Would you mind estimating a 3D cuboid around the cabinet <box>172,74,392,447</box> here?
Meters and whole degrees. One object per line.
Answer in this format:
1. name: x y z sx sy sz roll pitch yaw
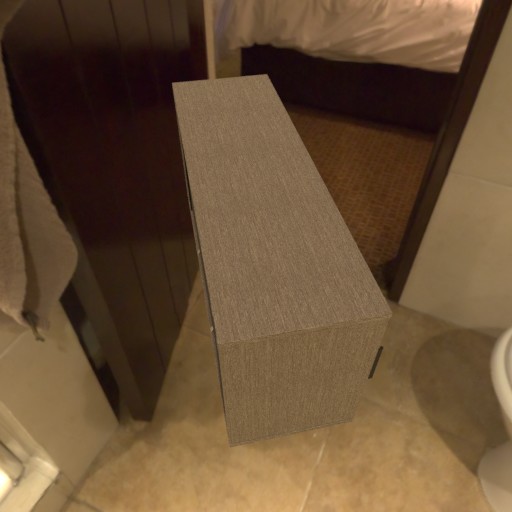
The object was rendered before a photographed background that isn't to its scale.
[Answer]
1. cabinet: 0.000 0.000 1.603 0.405 0.787 1.194 -9 47 -8
